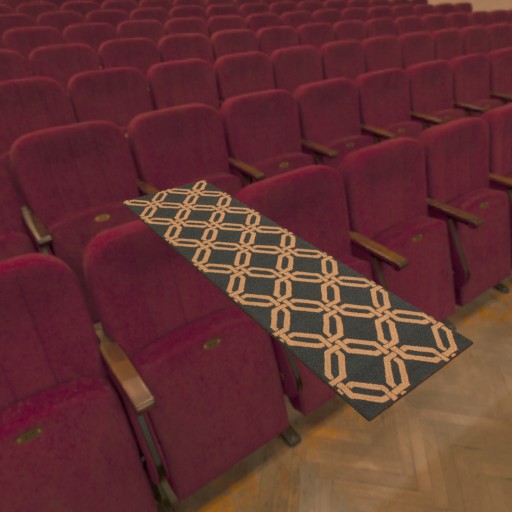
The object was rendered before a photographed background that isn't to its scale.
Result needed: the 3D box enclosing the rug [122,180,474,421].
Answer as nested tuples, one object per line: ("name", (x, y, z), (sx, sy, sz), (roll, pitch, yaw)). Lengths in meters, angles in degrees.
("rug", (0.000, 0.000, 2.532), (0.678, 0.014, 2.276), (-22, 38, -30))
